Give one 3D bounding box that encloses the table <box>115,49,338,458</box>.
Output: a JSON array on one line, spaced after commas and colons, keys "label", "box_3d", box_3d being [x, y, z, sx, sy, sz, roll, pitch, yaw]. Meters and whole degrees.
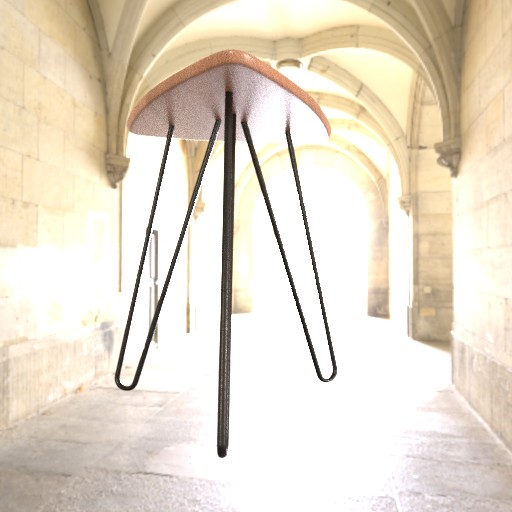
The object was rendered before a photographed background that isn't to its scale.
[{"label": "table", "box_3d": [0.000, 0.000, 0.890, 0.455, 0.564, 0.442, 1, -2, -35]}]
